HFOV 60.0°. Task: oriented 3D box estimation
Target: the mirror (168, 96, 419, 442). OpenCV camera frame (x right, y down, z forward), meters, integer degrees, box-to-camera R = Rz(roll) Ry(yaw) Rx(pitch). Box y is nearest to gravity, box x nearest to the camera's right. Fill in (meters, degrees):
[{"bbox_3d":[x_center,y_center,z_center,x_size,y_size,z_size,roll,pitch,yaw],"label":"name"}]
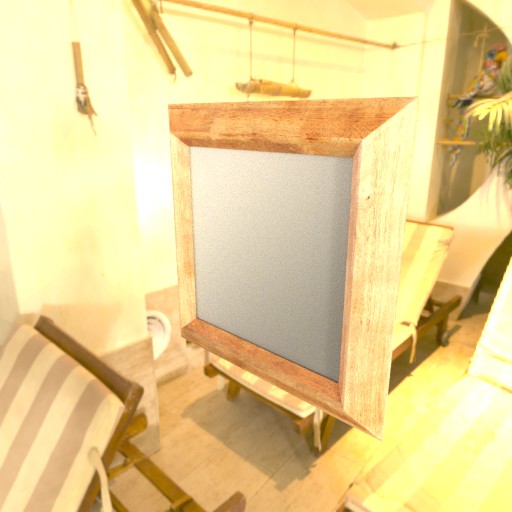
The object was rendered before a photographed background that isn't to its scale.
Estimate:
[{"bbox_3d":[0.000,0.000,0.984,0.651,0.651,0.047,16,23,41],"label":"mirror"}]
